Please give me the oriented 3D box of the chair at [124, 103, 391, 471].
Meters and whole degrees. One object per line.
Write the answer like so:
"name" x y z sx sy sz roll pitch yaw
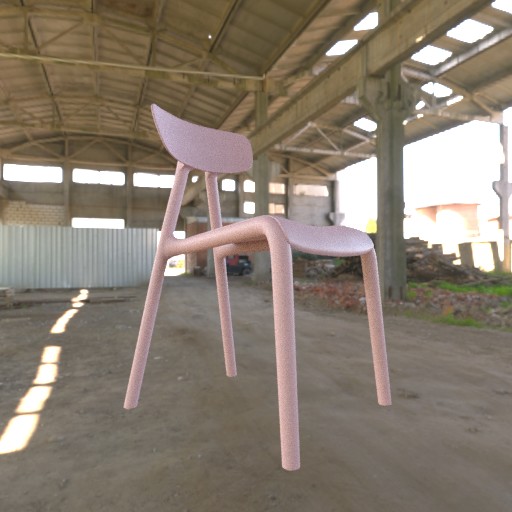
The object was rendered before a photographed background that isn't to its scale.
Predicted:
"chair" 0.000 0.000 0.849 0.401 0.580 0.356 0 -1 38
